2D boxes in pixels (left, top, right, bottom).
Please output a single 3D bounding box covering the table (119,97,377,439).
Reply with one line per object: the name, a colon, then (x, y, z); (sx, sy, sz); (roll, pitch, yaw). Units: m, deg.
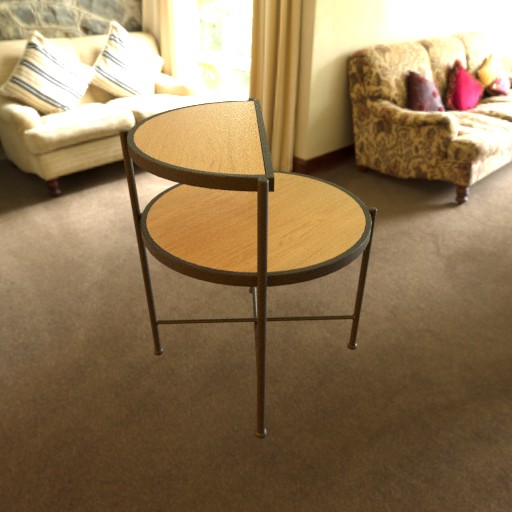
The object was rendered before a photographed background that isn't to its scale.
table: (0.000, 0.000, 1.191); (0.628, 0.684, 0.629); (-1, 32, -2)
